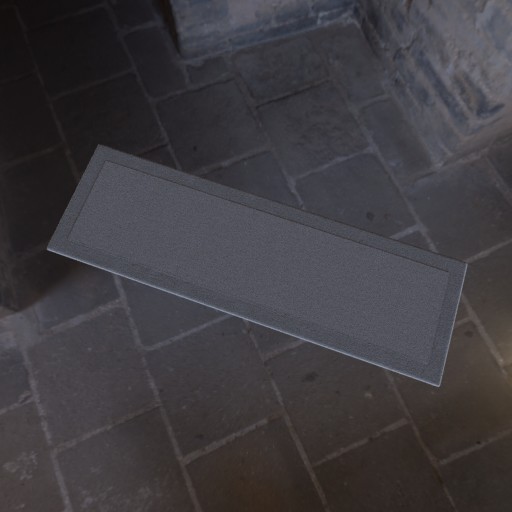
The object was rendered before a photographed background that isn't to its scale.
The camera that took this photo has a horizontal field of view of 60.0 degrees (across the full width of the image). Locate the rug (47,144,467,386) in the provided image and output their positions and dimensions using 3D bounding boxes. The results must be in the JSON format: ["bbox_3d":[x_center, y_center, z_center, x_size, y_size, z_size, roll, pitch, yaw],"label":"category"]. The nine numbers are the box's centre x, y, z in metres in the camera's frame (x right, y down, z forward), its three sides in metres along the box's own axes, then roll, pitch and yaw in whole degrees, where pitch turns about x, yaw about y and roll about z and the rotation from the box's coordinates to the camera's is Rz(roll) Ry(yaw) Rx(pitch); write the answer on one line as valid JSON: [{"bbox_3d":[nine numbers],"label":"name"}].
[{"bbox_3d":[0.000,0.000,2.675,2.430,0.012,0.759,19,75,5],"label":"rug"}]
